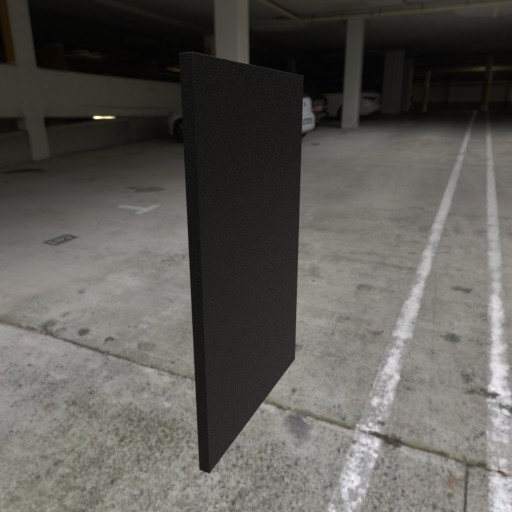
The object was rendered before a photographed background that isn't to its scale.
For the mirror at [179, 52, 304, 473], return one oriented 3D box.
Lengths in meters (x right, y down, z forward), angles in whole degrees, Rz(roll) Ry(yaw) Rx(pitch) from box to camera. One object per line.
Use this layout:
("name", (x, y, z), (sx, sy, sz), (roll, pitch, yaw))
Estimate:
("mirror", (0.000, 0.000, 1.549), (0.038, 1.219, 0.762), (8, 20, 24))
